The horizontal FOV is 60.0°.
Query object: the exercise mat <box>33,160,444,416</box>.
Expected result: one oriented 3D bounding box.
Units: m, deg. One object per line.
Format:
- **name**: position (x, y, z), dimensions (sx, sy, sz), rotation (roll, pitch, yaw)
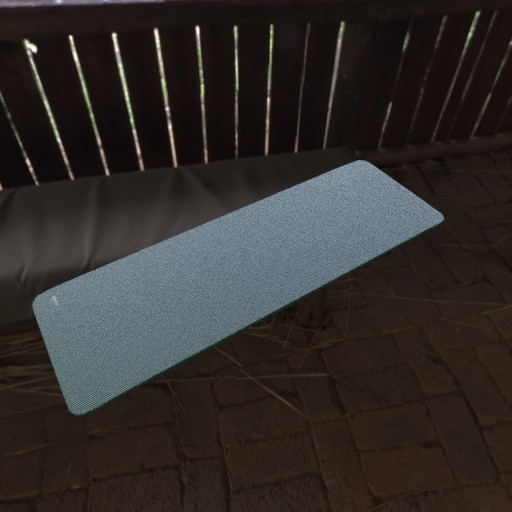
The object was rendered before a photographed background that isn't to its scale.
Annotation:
- **exercise mat**: position (0.000, 0.000, 2.021), dimensions (1.869, 0.021, 0.616), rotation (-25, 52, -22)
